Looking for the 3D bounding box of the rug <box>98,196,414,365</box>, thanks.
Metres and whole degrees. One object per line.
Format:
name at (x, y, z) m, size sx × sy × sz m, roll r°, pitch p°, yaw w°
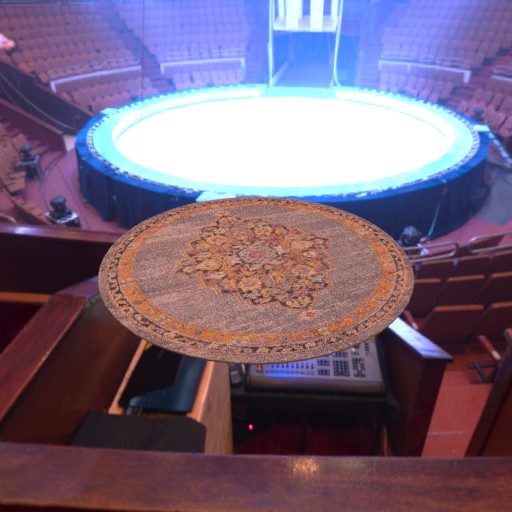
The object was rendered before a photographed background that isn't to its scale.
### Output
rug at (0.000, 0.000, 3.492) m, size 2.382 × 0.014 × 2.382 m, roll 0°, pitch 30°, yaw 0°
